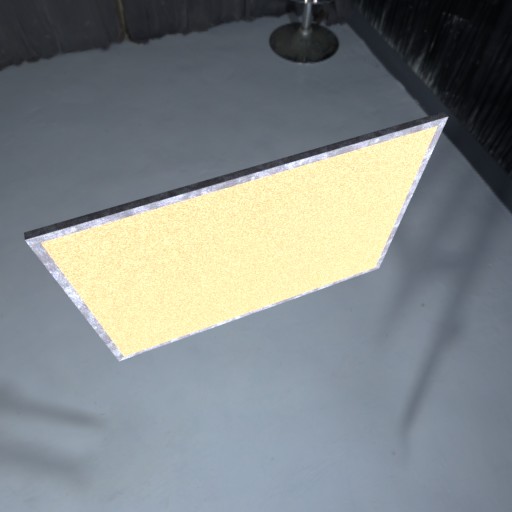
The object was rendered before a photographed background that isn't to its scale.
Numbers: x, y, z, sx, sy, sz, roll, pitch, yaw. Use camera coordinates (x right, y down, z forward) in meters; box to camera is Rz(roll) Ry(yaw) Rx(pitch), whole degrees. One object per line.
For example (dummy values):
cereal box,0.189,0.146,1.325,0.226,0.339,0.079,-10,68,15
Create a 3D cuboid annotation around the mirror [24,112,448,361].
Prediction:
mirror,0.000,0.000,1.423,1.101,0.795,0.022,-18,59,-11
